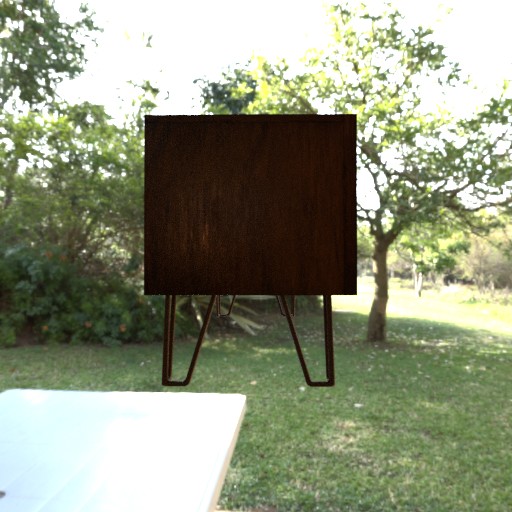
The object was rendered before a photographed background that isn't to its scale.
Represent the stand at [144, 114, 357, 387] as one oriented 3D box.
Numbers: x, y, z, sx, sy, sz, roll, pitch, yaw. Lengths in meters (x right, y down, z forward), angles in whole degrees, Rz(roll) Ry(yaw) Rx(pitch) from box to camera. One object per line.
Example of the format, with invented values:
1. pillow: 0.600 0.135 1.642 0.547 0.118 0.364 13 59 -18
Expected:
1. stand: 0.000 0.000 1.659 0.481 0.610 1.372 0 -1 1
